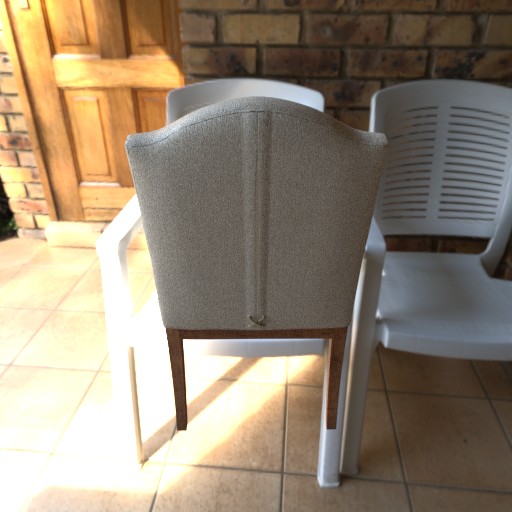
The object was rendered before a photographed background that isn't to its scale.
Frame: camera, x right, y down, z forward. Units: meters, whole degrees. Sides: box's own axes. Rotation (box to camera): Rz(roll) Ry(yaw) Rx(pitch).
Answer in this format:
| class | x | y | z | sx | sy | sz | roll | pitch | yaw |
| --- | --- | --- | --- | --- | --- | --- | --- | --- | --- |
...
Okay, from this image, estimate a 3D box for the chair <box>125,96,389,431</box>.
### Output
| class | x | y | z | sx | sy | sz | roll | pitch | yaw |
| --- | --- | --- | --- | --- | --- | --- | --- | --- | --- |
| chair | 0.000 | 0.000 | 1.333 | 0.534 | 1.012 | 0.648 | 0 | 30 | -1 |
